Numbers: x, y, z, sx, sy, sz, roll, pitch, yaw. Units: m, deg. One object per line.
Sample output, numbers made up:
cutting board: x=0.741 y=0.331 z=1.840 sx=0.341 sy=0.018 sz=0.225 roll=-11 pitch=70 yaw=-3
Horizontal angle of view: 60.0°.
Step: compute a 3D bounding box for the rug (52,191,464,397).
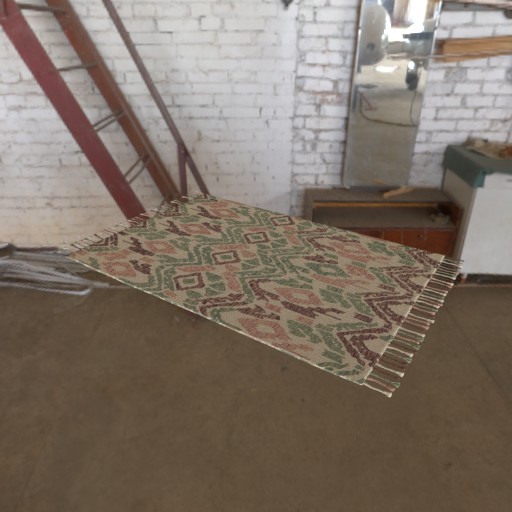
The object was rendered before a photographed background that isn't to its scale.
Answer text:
rug: x=0.000 y=0.000 z=3.058 sx=2.438 sy=0.011 sz=1.524 roll=18 pitch=33 yaw=30
